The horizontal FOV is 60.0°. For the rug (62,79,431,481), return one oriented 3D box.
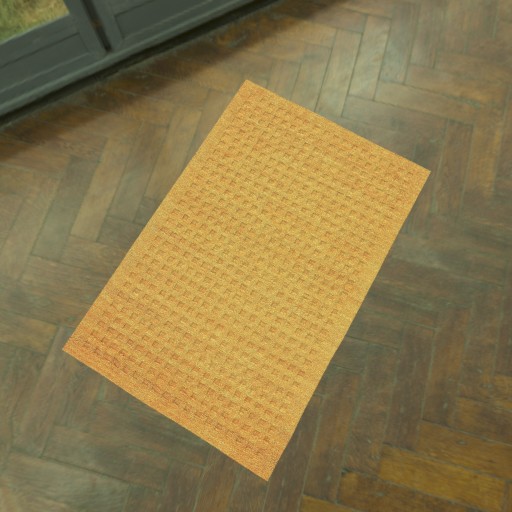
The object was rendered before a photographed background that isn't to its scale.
[{"bbox_3d":[0.000,0.000,2.247,1.143,0.006,1.747,29,77,7],"label":"rug"}]
